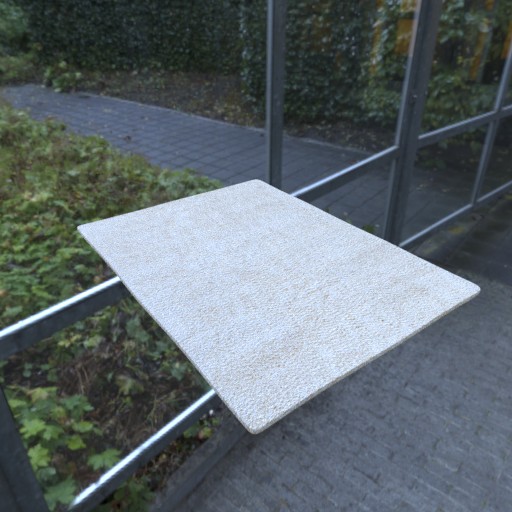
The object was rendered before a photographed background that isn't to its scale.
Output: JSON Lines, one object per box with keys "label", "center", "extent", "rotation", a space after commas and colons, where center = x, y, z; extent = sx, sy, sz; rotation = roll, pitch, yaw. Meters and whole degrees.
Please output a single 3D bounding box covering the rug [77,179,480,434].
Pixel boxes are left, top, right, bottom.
{"label": "rug", "center": [0.000, 0.000, 2.114], "extent": [1.200, 0.027, 1.600], "rotation": [-20, 36, -31]}
